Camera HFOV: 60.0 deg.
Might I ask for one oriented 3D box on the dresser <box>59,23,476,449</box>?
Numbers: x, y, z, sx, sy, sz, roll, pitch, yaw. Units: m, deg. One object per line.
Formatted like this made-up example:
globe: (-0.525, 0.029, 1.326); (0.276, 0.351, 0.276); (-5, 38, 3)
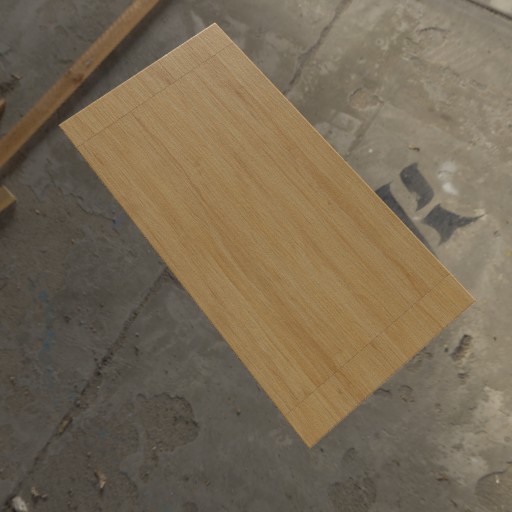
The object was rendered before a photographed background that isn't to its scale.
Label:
dresser: (0.000, 0.000, 1.224); (0.410, 0.730, 0.800); (-38, 78, -9)
